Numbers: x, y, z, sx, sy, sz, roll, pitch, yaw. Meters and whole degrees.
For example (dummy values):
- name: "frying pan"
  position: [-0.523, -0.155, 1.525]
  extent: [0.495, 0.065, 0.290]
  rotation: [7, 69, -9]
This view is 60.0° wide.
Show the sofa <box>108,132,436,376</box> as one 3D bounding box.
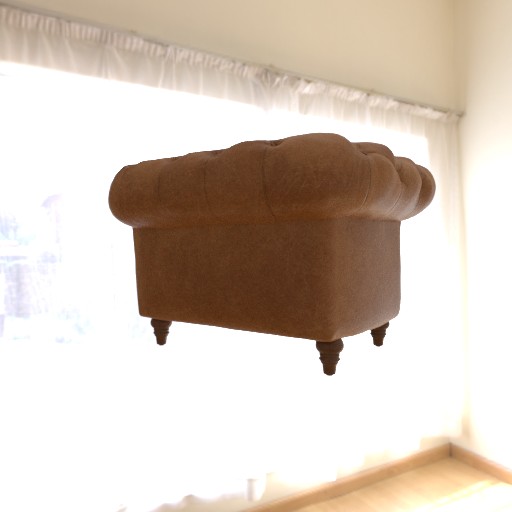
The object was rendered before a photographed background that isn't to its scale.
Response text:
- name: "sofa"
  position: [0.000, 0.000, 2.055]
  extent: [1.405, 0.878, 1.033]
  rotation: [1, 1, 35]
